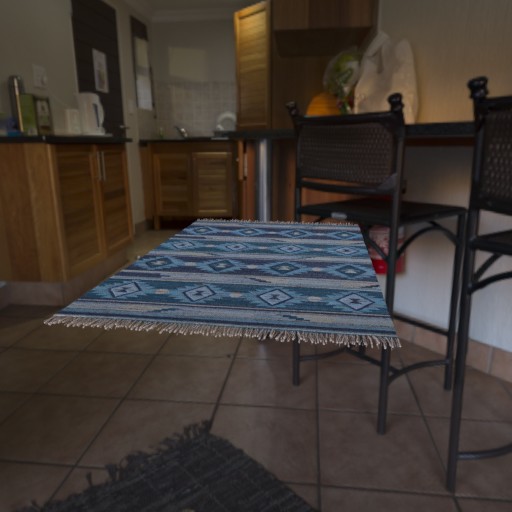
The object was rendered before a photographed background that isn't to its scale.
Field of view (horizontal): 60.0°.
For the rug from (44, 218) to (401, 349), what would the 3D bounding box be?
[{"bbox_3d":[0.000,0.000,2.333,1.181,0.028,1.936,2,15,9],"label":"rug"}]
